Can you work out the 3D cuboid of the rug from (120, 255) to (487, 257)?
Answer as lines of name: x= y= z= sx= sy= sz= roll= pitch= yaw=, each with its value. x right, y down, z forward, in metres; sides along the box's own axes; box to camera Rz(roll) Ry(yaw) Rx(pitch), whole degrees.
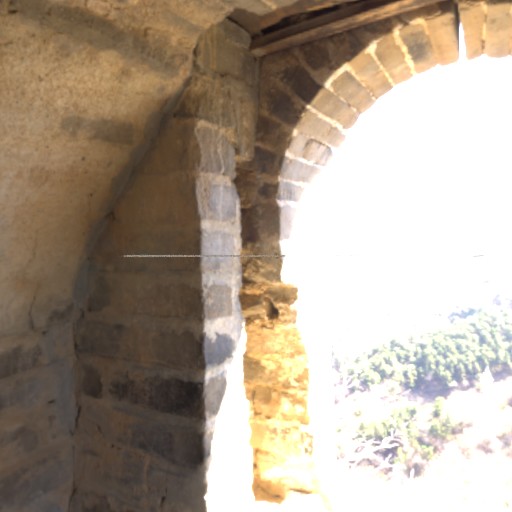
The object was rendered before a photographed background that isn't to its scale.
rug: x=0.000 y=0.000 z=4.054 sx=2.380 sy=0.008 sz=2.977 roll=0 pitch=0 yaw=-18
